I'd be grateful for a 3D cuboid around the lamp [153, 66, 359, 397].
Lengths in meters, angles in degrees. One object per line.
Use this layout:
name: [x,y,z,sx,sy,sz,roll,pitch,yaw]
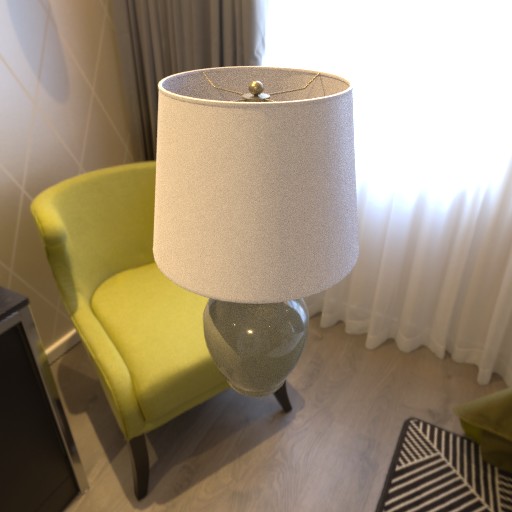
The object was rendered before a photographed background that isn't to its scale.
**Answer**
lamp: [0.000,0.000,0.536,0.239,0.399,0.239,0,31,0]
